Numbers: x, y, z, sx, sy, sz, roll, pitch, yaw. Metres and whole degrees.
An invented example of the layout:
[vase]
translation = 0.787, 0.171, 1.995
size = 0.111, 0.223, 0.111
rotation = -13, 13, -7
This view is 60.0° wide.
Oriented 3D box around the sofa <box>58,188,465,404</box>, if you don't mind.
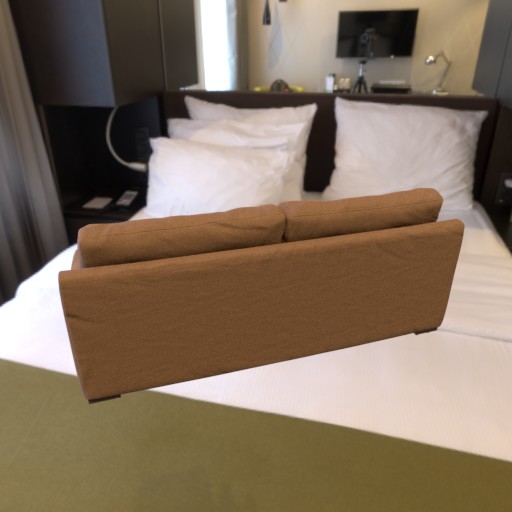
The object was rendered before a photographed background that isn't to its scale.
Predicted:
[sofa]
translation = 0.000, 0.000, 2.908
size = 2.274, 0.950, 1.140
rotation = -8, 27, -16
